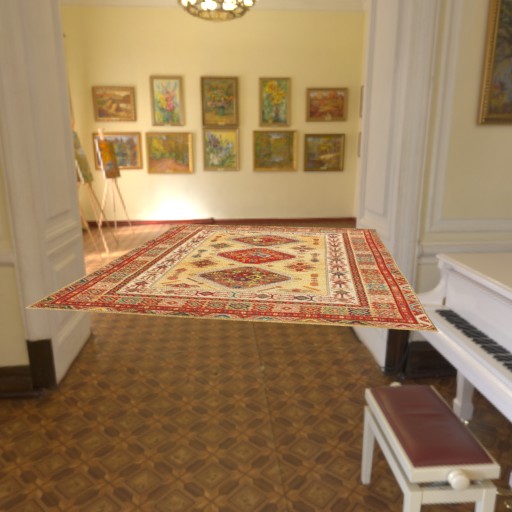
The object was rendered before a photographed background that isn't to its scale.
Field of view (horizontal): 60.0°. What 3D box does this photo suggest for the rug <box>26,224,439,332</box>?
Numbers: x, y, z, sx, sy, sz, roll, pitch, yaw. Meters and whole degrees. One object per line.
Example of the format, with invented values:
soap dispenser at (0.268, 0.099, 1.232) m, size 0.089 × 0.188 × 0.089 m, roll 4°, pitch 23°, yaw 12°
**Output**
rug at (0.000, 0.000, 4.045) m, size 2.460 × 0.005 × 3.067 m, roll 2°, pitch 14°, yaw 8°
